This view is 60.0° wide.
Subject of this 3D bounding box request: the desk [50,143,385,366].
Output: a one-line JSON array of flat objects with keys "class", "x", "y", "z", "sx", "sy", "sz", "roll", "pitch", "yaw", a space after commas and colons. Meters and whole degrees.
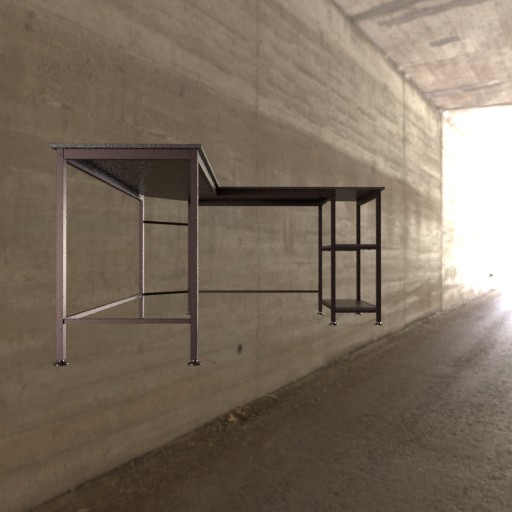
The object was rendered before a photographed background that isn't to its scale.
[{"class": "desk", "x": 0.000, "y": 0.000, "z": 2.165, "sx": 1.379, "sy": 0.739, "sz": 1.379, "roll": 0, "pitch": 0, "yaw": -1}]
